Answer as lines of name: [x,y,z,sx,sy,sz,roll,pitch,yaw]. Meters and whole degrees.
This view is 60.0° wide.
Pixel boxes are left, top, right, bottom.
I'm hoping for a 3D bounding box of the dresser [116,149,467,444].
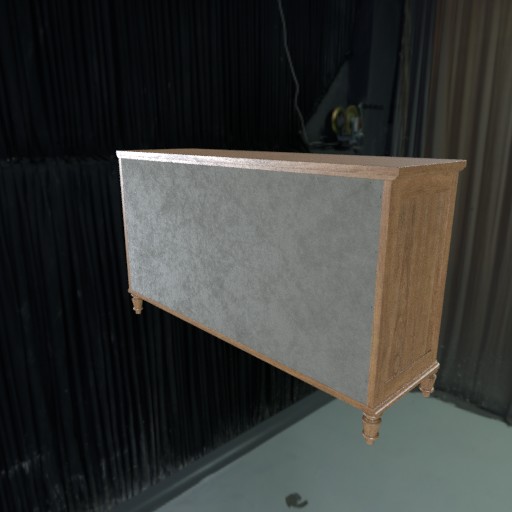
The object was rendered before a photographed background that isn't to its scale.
dresser: [0.000,0.000,1.995,0.468,0.892,1.583,-14,21,-42]
